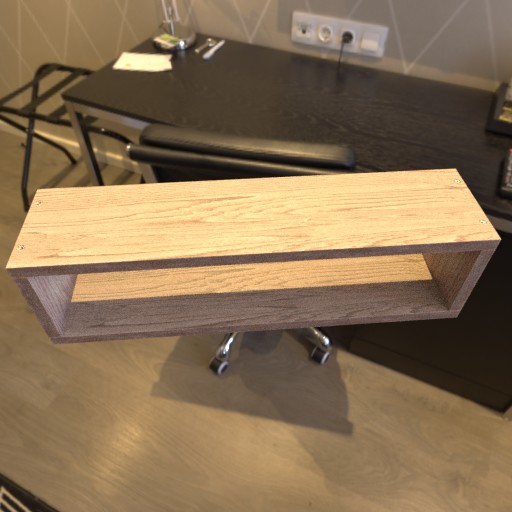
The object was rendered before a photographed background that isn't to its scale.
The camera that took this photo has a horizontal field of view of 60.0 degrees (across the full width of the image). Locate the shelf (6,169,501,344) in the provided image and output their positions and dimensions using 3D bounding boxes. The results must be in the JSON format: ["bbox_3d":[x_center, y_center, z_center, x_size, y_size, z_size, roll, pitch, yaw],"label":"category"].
[{"bbox_3d":[0.000,0.000,0.656,0.610,0.170,0.150,-3,47,-3],"label":"shelf"}]
